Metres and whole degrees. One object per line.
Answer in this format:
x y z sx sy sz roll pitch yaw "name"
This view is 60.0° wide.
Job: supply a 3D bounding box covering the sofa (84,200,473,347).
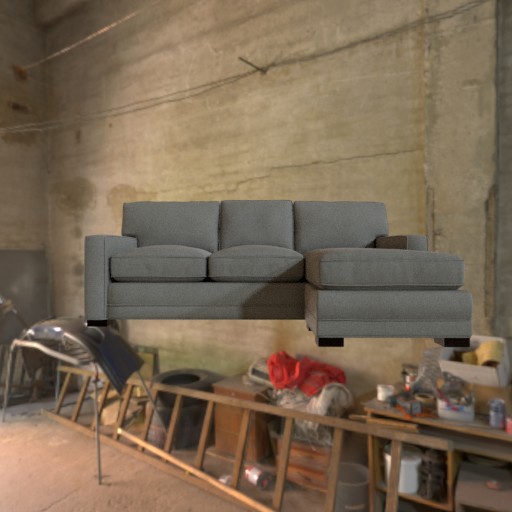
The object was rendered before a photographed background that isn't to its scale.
0.000 0.000 2.847 2.087 0.861 1.496 0 0 0 "sofa"
